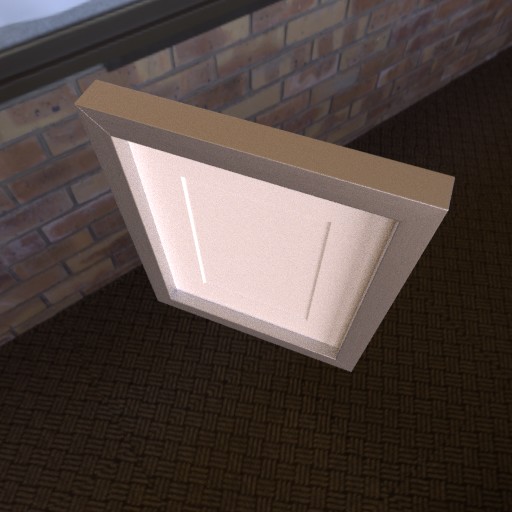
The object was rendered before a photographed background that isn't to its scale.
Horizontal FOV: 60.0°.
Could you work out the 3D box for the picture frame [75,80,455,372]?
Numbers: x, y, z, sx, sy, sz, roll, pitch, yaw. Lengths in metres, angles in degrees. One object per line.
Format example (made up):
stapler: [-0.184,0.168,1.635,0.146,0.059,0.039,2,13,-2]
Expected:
picture frame: [0.000,0.000,0.386,0.233,0.282,0.036,18,60,11]
